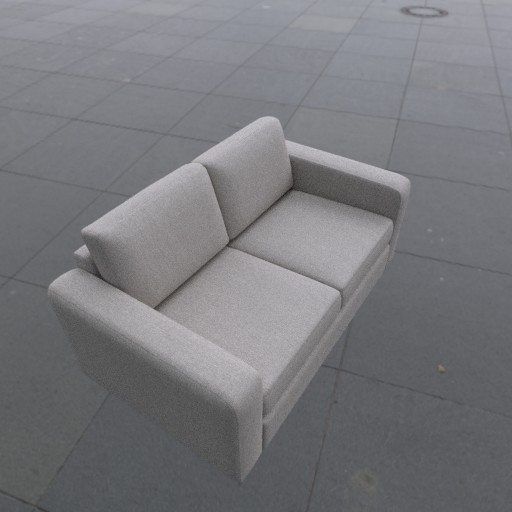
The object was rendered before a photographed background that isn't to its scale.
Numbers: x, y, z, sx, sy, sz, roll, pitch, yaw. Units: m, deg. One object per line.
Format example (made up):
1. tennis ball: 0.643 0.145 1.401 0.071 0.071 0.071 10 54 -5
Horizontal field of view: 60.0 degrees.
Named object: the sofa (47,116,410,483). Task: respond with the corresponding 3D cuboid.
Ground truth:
1. sofa: 0.000 0.000 2.041 0.900 0.800 1.540 24 46 25
